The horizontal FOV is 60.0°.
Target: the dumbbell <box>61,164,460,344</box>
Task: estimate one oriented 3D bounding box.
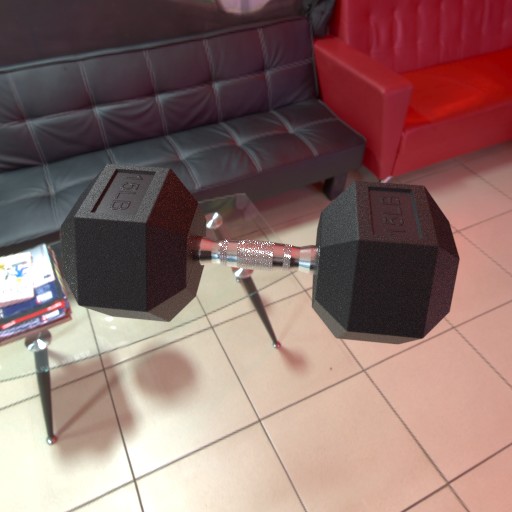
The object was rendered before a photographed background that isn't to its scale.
[{"bbox_3d":[0.000,0.000,0.335,0.271,0.106,0.122,5,46,5],"label":"dumbbell"}]
